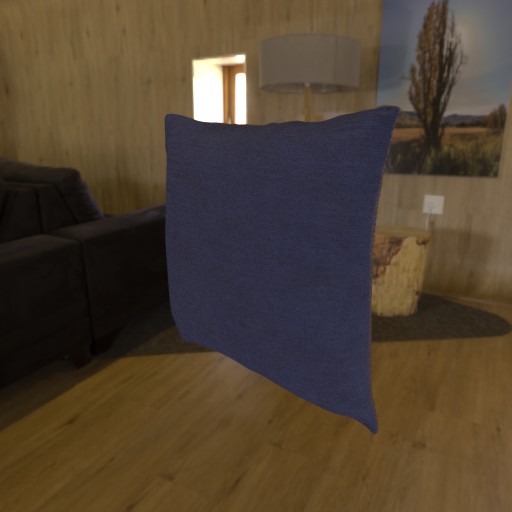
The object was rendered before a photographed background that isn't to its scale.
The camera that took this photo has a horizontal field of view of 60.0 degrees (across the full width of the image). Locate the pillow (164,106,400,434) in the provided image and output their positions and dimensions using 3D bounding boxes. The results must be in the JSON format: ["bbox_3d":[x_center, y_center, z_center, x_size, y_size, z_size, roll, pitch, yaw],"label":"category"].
[{"bbox_3d":[0.000,0.000,0.698,0.452,0.439,0.204,15,21,42],"label":"pillow"}]
